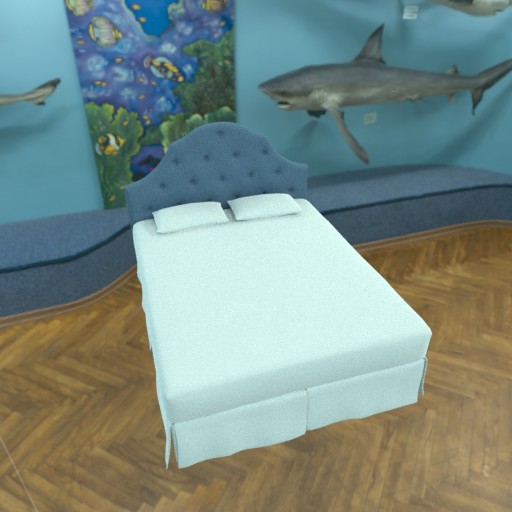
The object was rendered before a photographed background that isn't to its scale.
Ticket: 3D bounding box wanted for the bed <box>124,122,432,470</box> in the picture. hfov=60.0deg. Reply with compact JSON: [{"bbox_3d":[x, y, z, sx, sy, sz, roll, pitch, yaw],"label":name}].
[{"bbox_3d":[0.000,0.000,3.784,2.039,1.617,2.477,-10,34,-15],"label":"bed"}]
